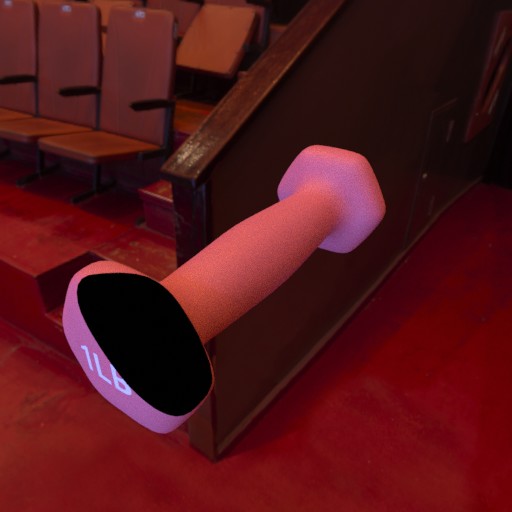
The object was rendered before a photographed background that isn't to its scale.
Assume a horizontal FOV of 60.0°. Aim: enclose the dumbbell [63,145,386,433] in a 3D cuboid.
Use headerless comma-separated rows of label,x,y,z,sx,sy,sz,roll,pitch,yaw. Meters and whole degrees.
dumbbell,0.000,0.000,0.146,0.047,0.043,0.123,20,37,29
